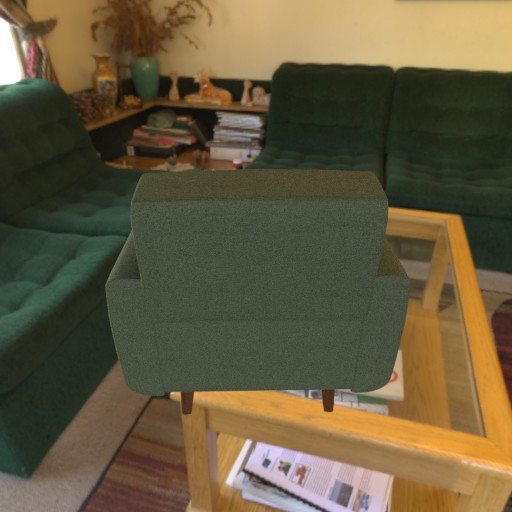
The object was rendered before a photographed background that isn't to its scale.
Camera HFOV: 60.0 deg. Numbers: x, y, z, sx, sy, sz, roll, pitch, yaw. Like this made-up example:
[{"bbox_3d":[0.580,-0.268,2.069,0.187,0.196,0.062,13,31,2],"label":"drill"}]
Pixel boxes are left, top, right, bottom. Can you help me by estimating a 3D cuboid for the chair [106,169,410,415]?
[{"bbox_3d":[0.000,0.000,1.563,0.831,0.841,0.909,-1,30,-1],"label":"chair"}]
